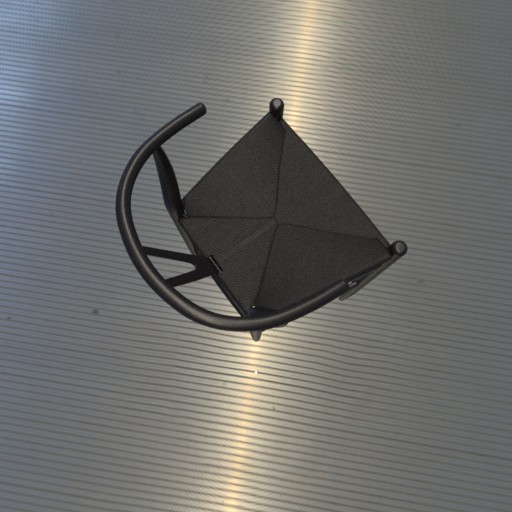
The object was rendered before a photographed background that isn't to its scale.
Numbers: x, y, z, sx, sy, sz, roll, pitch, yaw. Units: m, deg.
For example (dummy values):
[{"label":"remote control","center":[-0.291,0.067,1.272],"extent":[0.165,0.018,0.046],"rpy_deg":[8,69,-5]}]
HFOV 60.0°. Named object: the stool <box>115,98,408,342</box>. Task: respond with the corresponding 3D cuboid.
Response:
[{"label":"stool","center":[0.000,0.000,1.430],"extent":[0.579,1.072,0.569],"rpy_deg":[-36,78,-9]}]
